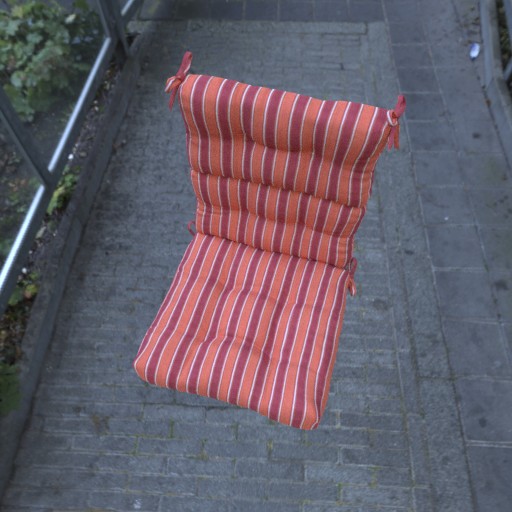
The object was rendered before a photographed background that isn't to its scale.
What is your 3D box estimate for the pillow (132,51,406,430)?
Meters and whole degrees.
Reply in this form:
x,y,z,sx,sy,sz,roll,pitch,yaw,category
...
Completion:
x,y,z,sx,sy,sz,roll,pitch,yaw,category
0.000,0.000,1.017,0.519,0.605,0.571,14,58,9,pillow
